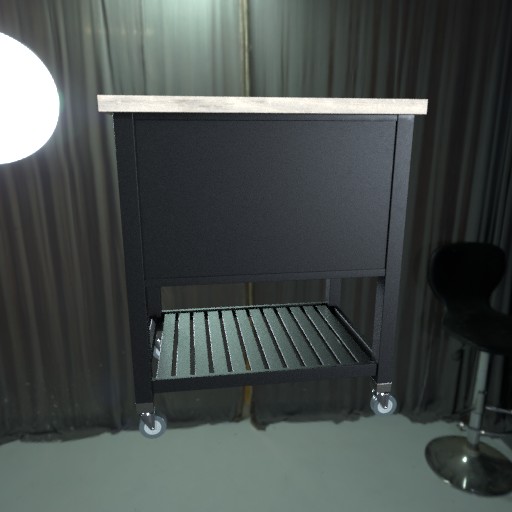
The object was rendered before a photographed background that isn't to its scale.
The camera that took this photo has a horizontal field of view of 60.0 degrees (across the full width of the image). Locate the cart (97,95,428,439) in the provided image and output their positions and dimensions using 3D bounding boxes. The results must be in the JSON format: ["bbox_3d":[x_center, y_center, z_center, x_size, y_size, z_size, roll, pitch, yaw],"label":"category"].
[{"bbox_3d":[0.000,0.000,1.429,0.797,0.920,0.567,-2,15,-8],"label":"cart"}]
